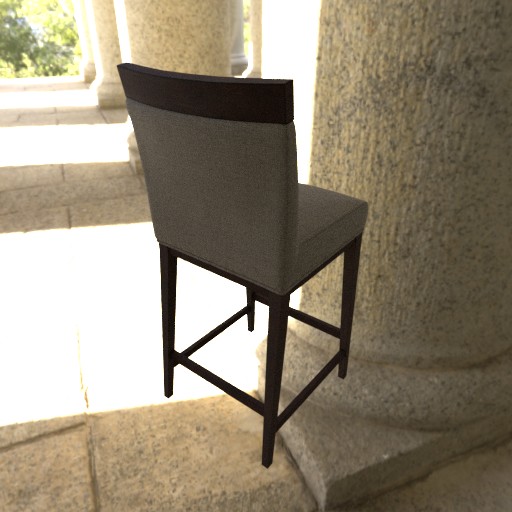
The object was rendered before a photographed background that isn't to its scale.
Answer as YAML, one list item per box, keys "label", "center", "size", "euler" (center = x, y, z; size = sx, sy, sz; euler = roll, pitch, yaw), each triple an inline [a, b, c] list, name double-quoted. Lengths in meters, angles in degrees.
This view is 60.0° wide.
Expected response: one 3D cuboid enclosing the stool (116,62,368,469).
- label: "stool"
  center: [0.000, 0.000, 1.385]
  size: [0.511, 1.117, 0.531]
  euler: [21, 35, 33]
